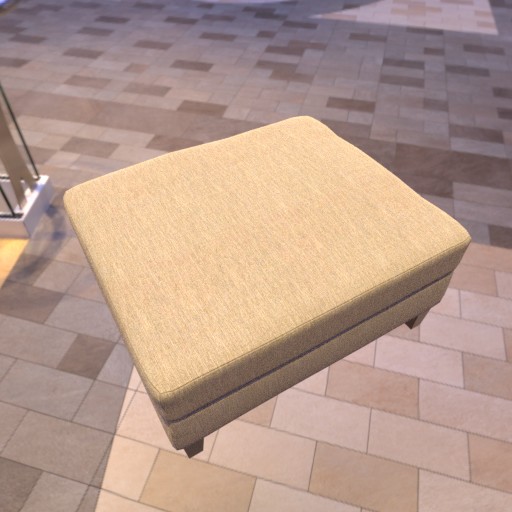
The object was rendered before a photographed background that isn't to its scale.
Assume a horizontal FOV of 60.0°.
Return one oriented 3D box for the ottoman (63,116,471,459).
[{"bbox_3d":[0.000,0.000,1.461,0.976,0.492,0.836,-23,50,-21],"label":"ottoman"}]
